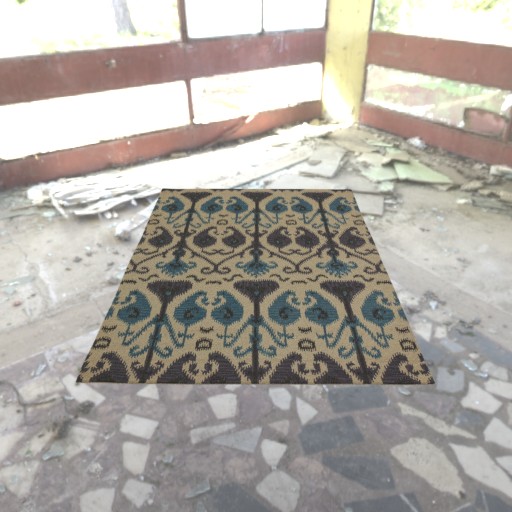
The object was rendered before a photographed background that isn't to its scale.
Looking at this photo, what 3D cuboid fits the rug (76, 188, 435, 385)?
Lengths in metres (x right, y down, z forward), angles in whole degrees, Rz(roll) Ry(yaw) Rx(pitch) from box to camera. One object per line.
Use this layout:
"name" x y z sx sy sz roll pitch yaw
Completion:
"rug" 0.000 0.000 4.353 2.443 0.024 3.228 0 32 0
